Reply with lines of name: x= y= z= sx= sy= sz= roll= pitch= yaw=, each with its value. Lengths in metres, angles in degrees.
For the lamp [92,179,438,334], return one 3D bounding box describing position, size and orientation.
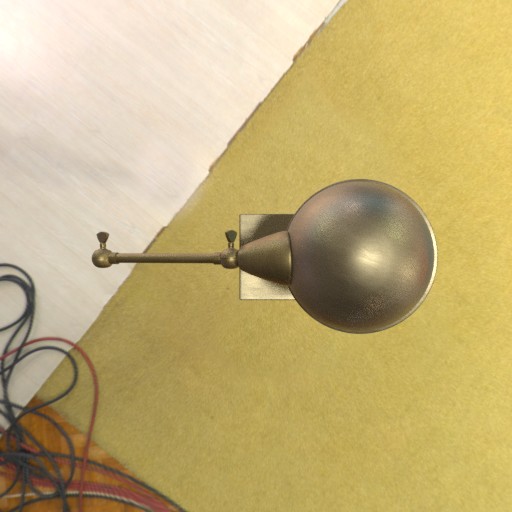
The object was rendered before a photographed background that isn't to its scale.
lamp: x=0.000 y=0.000 z=0.538 sx=0.339 sy=0.371 sz=0.149 roll=0 pitch=90 yaw=1
